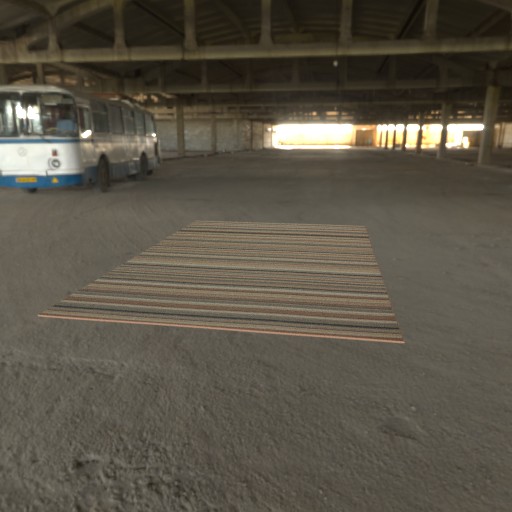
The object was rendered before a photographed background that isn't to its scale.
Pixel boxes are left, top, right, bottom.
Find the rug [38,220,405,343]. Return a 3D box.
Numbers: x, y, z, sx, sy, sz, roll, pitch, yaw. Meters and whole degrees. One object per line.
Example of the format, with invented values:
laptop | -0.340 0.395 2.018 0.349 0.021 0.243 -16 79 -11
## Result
rug | 0.000 0.000 2.296 1.219 0.008 1.829 3 15 9
